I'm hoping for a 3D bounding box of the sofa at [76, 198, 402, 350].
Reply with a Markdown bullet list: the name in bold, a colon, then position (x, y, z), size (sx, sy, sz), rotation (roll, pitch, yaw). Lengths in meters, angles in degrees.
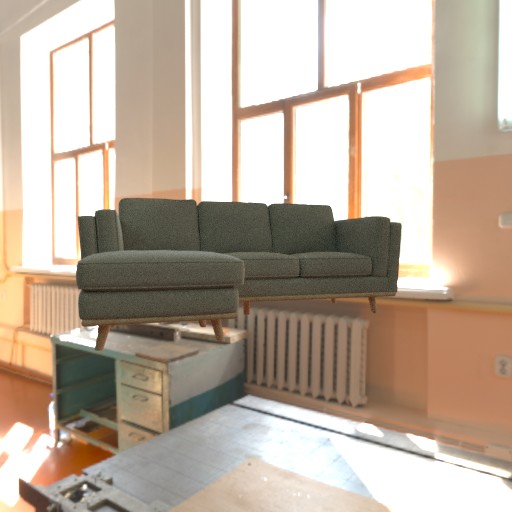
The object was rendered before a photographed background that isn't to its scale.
- **sofa**: position (0.000, 0.000, 3.235), size (2.411, 0.929, 1.604), rotation (0, 1, -18)
